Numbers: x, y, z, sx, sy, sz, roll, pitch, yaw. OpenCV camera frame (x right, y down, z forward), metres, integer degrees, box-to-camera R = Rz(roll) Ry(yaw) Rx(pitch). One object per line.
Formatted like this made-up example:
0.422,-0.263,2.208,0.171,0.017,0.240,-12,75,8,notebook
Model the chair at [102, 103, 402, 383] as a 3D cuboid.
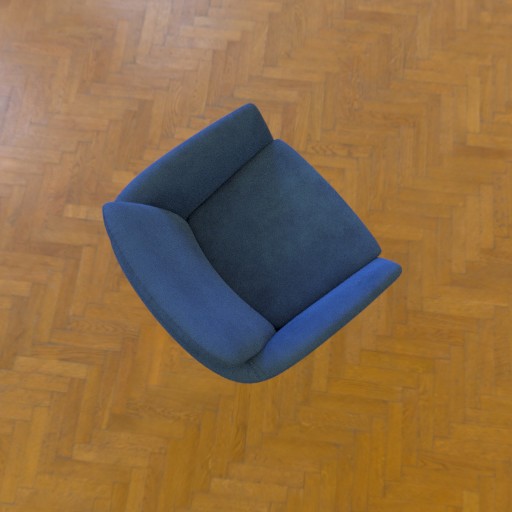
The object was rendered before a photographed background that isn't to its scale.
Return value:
0.000,0.000,1.381,0.635,0.908,0.641,-39,80,-8,chair
